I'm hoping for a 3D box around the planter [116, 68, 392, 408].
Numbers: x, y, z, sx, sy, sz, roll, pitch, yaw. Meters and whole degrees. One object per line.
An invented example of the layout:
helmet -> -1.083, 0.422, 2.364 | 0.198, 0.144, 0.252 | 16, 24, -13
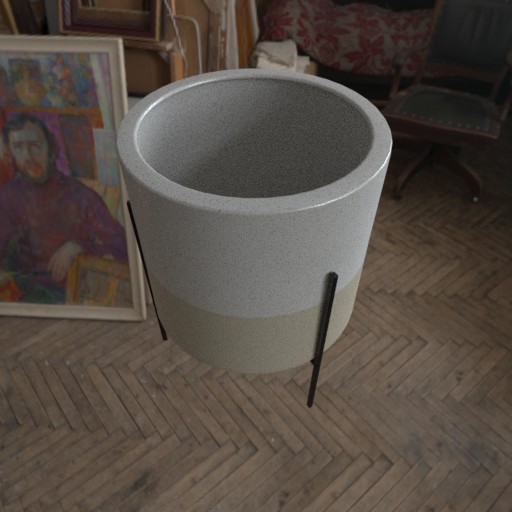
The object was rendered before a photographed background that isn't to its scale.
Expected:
planter -> 0.000, 0.000, 0.750 | 0.359, 0.484, 0.368 | -25, 51, -22
